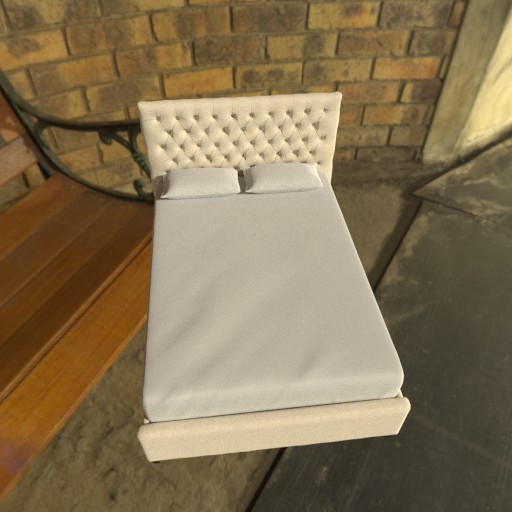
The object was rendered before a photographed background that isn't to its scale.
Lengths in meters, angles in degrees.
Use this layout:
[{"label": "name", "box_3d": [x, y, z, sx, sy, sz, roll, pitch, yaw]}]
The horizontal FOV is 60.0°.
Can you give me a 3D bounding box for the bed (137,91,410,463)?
[{"label": "bed", "box_3d": [0.000, 0.000, 3.327, 1.698, 1.427, 2.387, -4, 45, -4]}]
